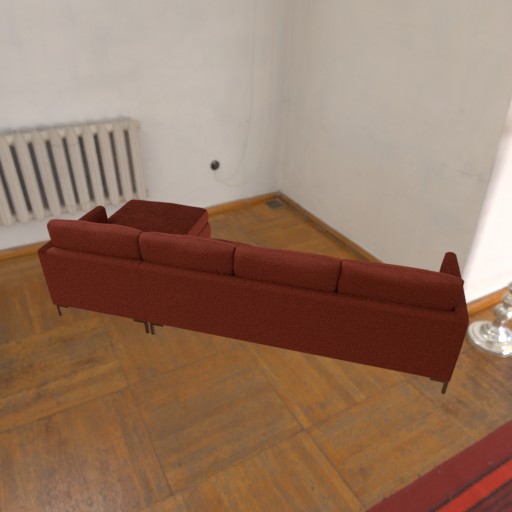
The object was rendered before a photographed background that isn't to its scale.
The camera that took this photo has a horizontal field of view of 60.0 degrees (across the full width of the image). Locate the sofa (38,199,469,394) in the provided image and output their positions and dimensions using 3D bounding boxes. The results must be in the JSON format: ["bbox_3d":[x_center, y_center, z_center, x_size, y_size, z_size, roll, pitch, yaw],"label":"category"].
[{"bbox_3d":[0.000,0.000,3.466,2.932,0.810,1.350,9,33,14],"label":"sofa"}]
